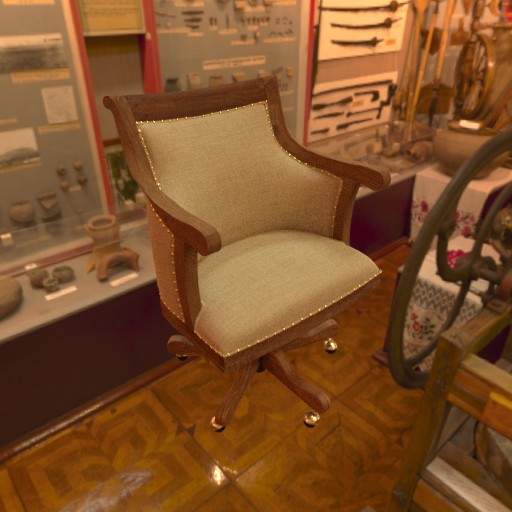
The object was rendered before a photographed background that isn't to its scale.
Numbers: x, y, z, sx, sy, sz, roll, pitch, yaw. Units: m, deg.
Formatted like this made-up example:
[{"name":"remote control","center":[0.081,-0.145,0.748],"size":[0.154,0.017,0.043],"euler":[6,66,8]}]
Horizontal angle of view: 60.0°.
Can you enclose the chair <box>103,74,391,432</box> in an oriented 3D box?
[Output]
[{"name":"chair","center":[0.000,0.000,1.400],"size":[0.656,0.965,0.689],"euler":[-22,37,-33]}]
